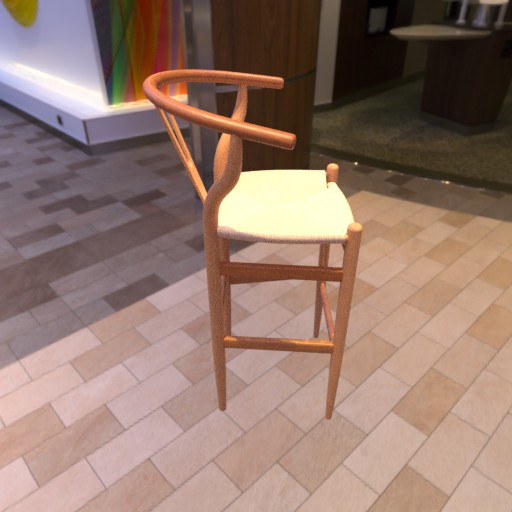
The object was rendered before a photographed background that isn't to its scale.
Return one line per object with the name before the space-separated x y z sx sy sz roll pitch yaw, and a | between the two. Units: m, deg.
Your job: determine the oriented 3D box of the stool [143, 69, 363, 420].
stool | 0.000 0.000 1.401 0.561 1.068 0.574 0 33 0
